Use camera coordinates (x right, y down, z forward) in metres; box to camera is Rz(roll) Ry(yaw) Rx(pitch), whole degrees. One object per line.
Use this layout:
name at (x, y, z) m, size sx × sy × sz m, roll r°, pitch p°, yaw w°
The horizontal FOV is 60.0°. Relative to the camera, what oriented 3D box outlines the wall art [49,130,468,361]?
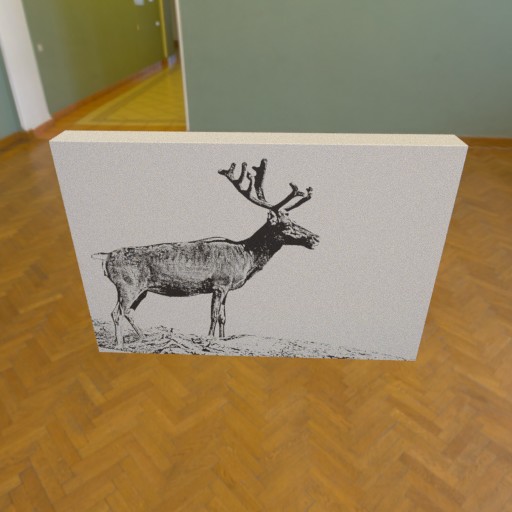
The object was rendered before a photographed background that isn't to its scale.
wall art at (0.000, 0.000, 0.484) m, size 0.381 × 0.259 × 0.038 m, roll 1°, pitch 31°, yaw 2°
